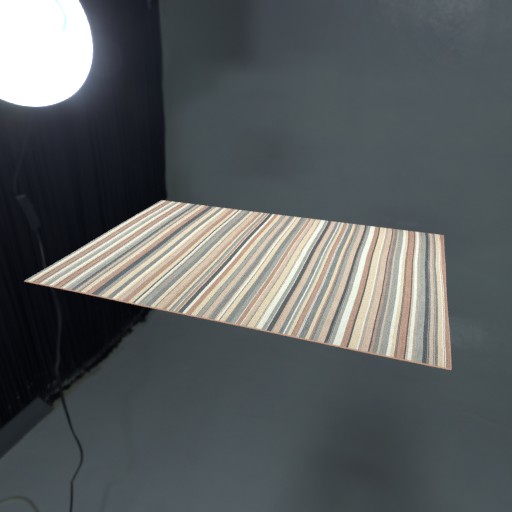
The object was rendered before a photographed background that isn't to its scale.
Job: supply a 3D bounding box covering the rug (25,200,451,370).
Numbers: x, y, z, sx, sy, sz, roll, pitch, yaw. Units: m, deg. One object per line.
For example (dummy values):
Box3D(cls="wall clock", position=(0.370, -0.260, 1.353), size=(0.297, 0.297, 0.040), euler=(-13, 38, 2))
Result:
Box3D(cls="rug", position=(0.000, 0.000, 2.278), size=(1.829, 0.008, 1.219), euler=(9, 27, 18))
